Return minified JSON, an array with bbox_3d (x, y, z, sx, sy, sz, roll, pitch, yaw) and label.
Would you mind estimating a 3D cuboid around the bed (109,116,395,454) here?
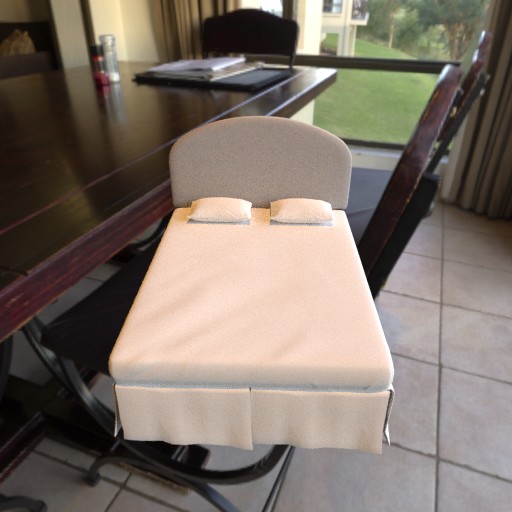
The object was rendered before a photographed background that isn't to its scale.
[{"bbox_3d":[0.000,0.000,3.035,1.607,1.410,2.005,1,31,2],"label":"bed"}]
